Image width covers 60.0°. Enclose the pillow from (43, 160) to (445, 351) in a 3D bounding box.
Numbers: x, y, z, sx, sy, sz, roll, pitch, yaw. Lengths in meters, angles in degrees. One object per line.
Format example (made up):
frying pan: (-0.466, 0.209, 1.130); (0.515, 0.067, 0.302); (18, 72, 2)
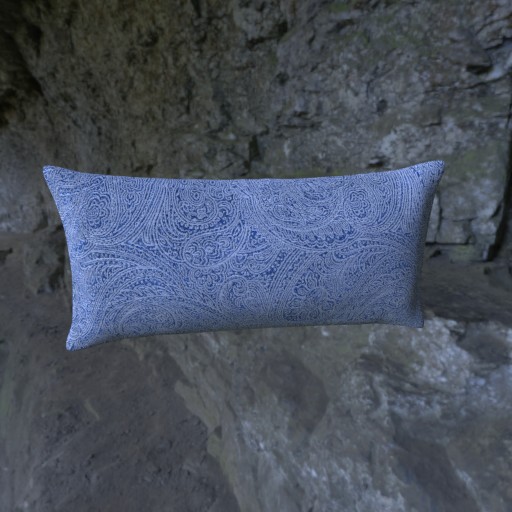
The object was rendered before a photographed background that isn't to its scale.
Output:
pillow: (0.000, 0.000, 0.713); (0.615, 0.295, 0.151); (-2, 16, -7)
